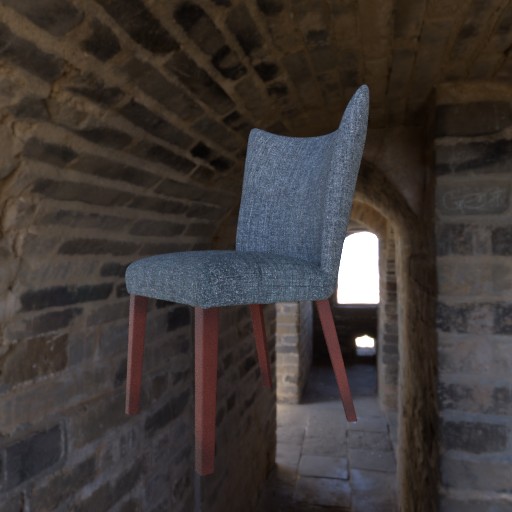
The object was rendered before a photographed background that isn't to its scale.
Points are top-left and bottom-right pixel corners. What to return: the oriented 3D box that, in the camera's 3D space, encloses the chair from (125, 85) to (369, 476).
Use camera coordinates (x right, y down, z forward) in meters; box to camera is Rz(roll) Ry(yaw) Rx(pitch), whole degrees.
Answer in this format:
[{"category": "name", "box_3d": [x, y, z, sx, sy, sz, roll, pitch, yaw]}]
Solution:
[{"category": "chair", "box_3d": [0.000, 0.000, 1.297, 0.623, 0.924, 0.535, 0, 0, -35]}]
